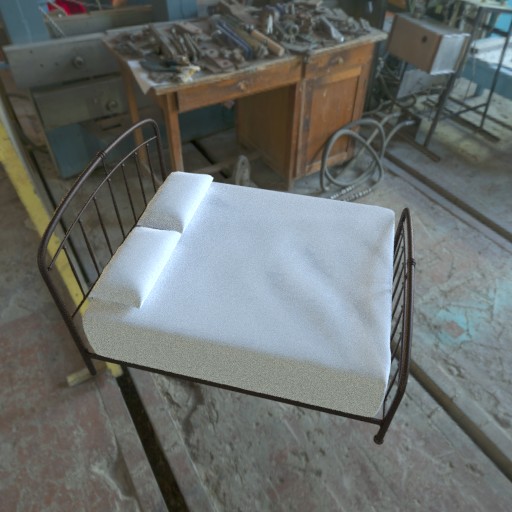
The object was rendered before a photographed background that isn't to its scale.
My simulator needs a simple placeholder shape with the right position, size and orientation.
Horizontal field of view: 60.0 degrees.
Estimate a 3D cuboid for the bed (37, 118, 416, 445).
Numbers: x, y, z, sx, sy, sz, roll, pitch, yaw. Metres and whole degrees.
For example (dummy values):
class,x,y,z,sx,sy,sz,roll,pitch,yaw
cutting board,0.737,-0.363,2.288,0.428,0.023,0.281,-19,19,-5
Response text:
class,x,y,z,sx,sy,sz,roll,pitch,yaw
bed,0.000,0.000,3.241,2.180,1.425,1.711,10,45,10
